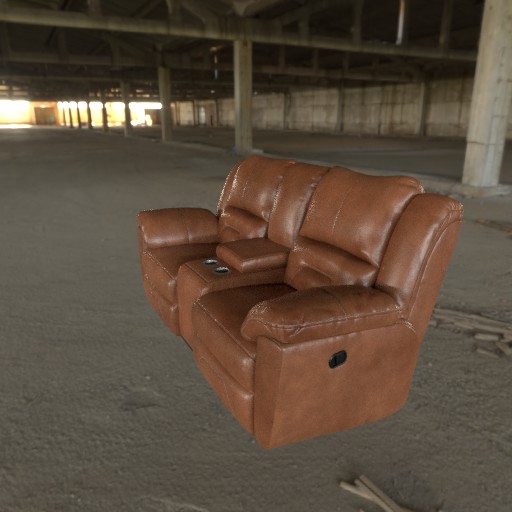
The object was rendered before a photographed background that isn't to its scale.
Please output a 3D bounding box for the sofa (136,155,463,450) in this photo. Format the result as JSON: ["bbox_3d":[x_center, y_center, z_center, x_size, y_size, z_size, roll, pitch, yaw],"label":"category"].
[{"bbox_3d":[0.000,0.000,2.576,0.991,1.043,2.058,-9,20,-26],"label":"sofa"}]
